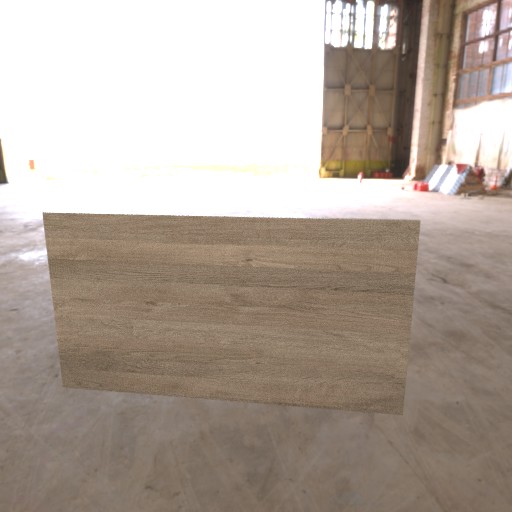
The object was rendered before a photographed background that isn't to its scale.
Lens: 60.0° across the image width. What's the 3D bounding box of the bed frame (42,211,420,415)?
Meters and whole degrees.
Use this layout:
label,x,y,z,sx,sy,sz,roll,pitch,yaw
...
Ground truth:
label,x,y,z,sx,sy,sz,roll,pitch,yaw
bed frame,0.000,0.000,2.747,1.490,0.800,1.950,2,14,8
